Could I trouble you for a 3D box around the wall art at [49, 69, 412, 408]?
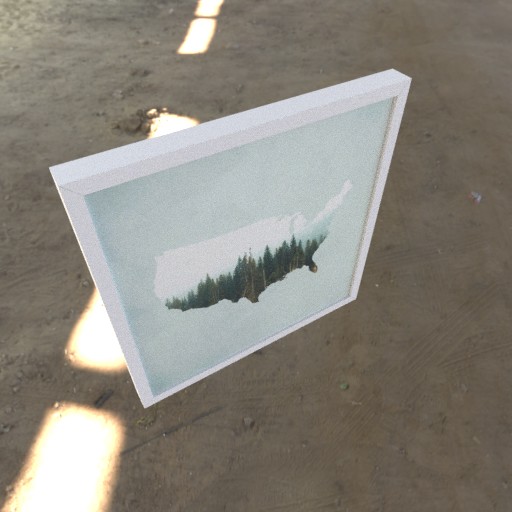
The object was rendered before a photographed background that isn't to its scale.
[{"bbox_3d":[0.000,0.000,0.448,0.304,0.304,0.024,-23,50,-21],"label":"wall art"}]
